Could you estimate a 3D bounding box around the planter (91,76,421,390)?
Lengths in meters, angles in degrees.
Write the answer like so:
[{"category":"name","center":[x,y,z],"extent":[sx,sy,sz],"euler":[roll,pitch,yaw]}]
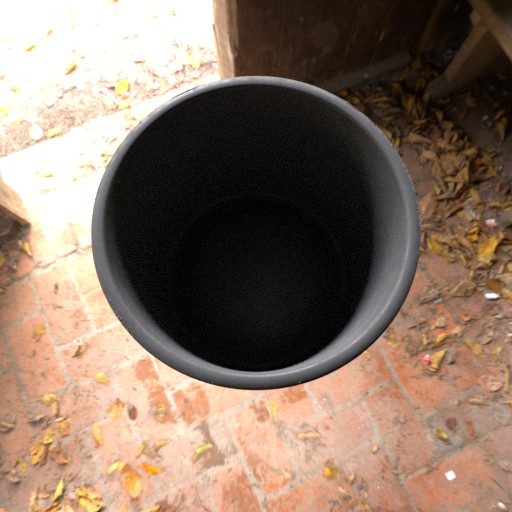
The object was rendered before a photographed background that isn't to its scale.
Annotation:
[{"category":"planter","center":[0.000,0.000,0.386],"extent":[0.221,0.201,0.221],"euler":[0,75,0]}]
